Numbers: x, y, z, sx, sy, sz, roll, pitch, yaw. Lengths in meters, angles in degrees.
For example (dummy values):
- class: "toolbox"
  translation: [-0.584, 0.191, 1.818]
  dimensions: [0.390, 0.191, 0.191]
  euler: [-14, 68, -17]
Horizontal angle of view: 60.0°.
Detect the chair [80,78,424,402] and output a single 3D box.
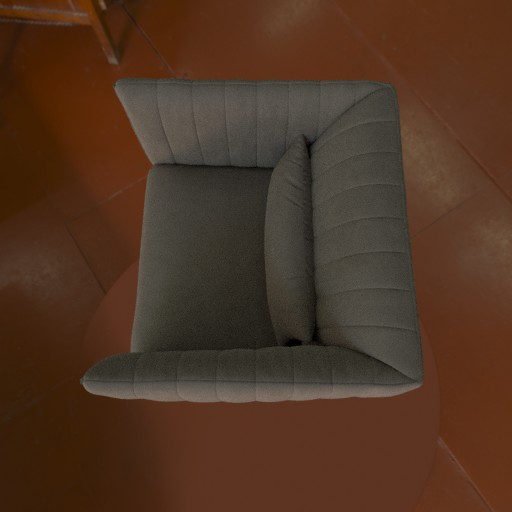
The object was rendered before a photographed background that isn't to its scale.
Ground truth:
- class: "chair"
  translation: [0.000, 0.000, 1.575]
  dimensions: [0.873, 0.779, 0.981]
  euler: [0, 74, 0]
